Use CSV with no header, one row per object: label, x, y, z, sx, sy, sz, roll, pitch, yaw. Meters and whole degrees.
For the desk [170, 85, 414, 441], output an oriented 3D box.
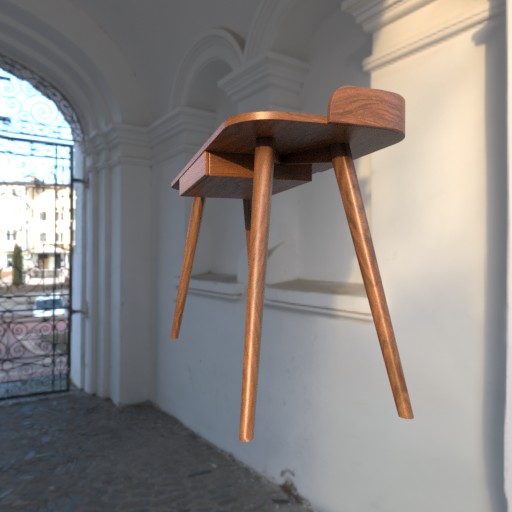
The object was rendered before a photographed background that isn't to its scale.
desk,0.000,0.000,1.622,0.486,0.800,1.256,0,0,-18
